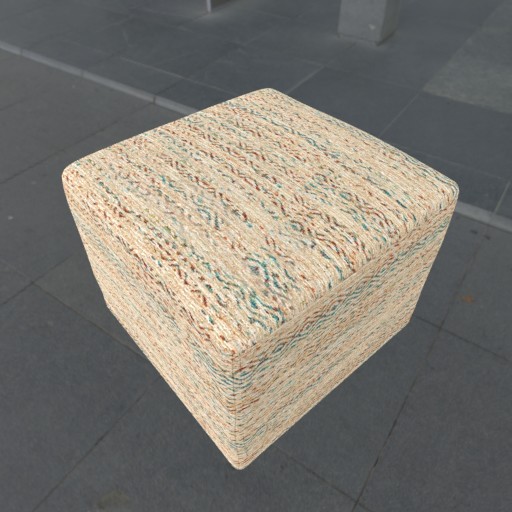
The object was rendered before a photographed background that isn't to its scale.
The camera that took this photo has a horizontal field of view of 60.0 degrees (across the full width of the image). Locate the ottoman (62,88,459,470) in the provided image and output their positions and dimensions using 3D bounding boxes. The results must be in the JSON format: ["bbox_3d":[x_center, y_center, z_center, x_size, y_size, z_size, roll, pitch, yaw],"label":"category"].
[{"bbox_3d":[0.000,0.000,0.905,0.521,0.453,0.512,-31,53,-27],"label":"ottoman"}]
